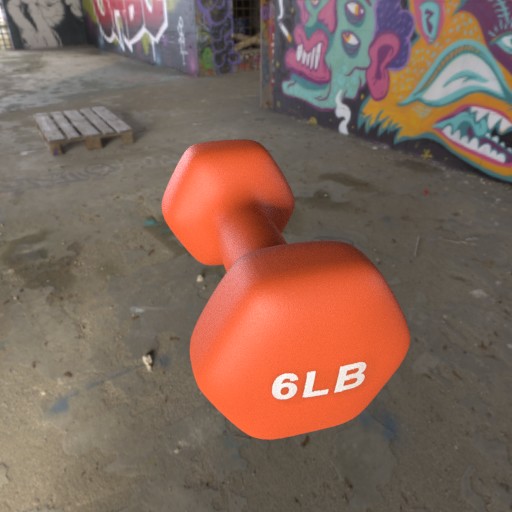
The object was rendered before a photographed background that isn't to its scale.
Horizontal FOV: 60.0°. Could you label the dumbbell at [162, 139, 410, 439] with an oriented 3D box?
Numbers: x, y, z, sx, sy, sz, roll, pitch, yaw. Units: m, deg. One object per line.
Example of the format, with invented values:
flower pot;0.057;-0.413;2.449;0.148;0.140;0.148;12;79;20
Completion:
dumbbell;0.000;0.000;0.208;0.079;0.071;0.162;-7;31;-12
